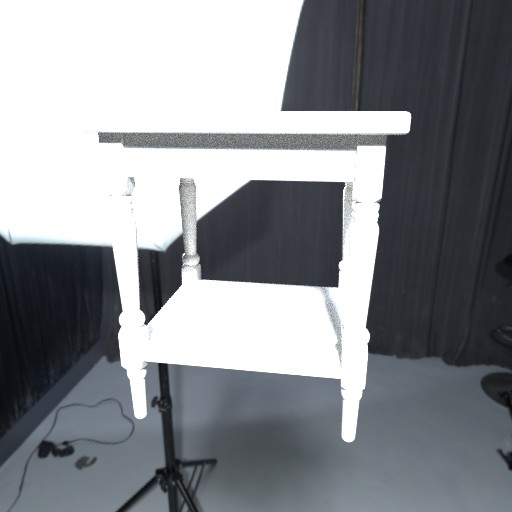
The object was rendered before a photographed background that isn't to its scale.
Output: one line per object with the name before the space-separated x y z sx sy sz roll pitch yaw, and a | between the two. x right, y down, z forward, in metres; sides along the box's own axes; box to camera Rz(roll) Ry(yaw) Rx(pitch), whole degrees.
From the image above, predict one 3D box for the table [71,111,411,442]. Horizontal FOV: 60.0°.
table | 0.000 0.000 0.916 0.488 0.565 0.442 3 18 9
